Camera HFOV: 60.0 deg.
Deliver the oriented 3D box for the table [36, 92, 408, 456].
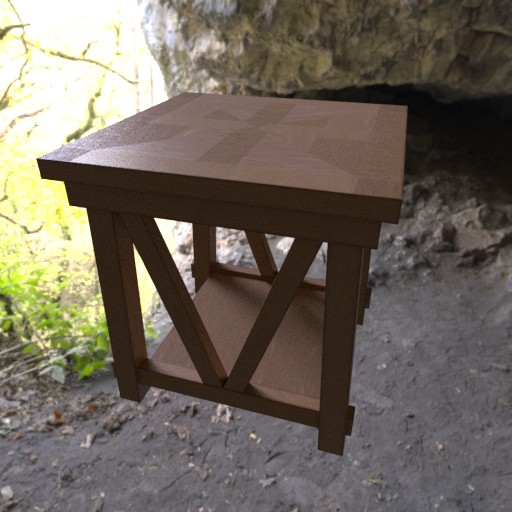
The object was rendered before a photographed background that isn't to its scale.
[{"bbox_3d":[0.000,0.000,1.105,0.612,0.638,0.610,9,32,15],"label":"table"}]
